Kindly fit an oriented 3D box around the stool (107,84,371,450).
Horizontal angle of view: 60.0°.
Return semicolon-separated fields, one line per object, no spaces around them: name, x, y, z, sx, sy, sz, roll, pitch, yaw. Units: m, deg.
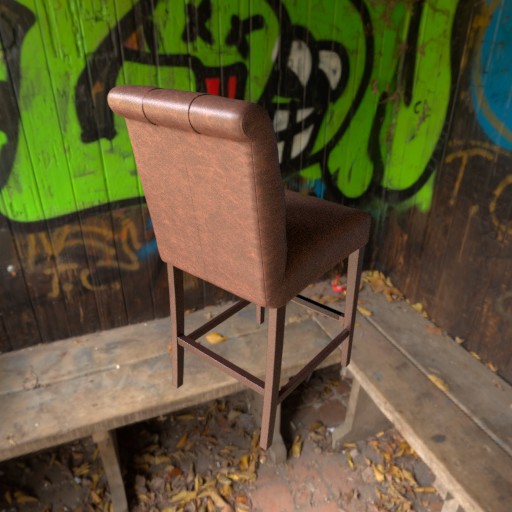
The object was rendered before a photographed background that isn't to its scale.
stool;0.000;0.000;1.453;0.486;1.084;0.660;21;35;34
